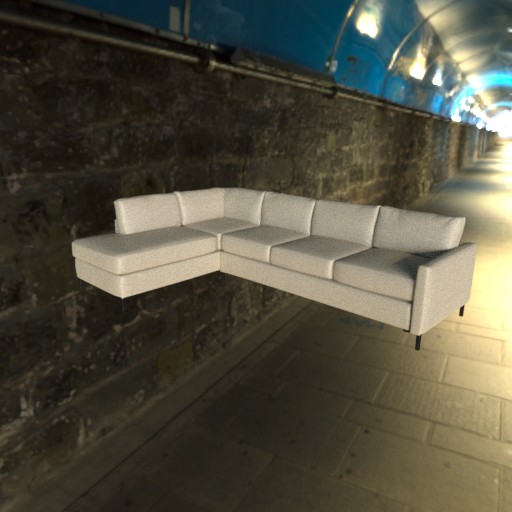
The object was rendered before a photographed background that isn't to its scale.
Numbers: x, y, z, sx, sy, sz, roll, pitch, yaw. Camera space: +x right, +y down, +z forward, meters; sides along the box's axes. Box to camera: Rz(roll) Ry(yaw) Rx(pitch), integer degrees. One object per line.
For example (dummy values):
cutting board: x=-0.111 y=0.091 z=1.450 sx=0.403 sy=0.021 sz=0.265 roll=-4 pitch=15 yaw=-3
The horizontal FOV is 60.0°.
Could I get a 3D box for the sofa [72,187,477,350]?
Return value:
sofa: x=0.000 y=0.000 z=3.131 sx=2.423 sy=0.703 sz=1.617 roll=15 pitch=22 yaw=42
